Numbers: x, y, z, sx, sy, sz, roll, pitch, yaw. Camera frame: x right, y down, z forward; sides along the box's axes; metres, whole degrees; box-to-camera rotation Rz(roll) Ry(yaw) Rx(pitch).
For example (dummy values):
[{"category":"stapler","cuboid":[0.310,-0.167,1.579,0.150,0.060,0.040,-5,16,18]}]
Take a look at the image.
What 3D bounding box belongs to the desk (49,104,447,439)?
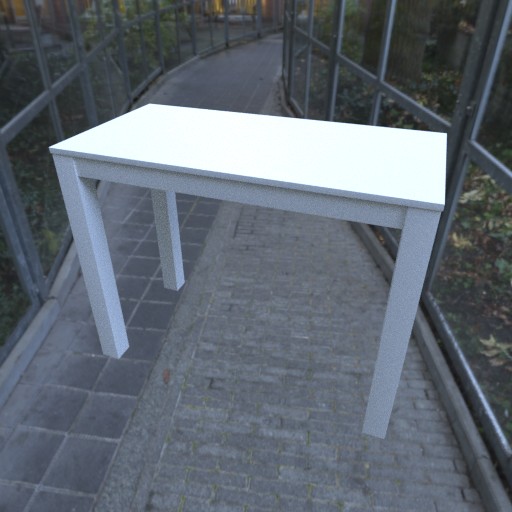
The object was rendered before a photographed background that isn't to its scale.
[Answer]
[{"category":"desk","cuboid":[0.000,0.000,1.433,0.990,0.762,0.497,11,34,17]}]
